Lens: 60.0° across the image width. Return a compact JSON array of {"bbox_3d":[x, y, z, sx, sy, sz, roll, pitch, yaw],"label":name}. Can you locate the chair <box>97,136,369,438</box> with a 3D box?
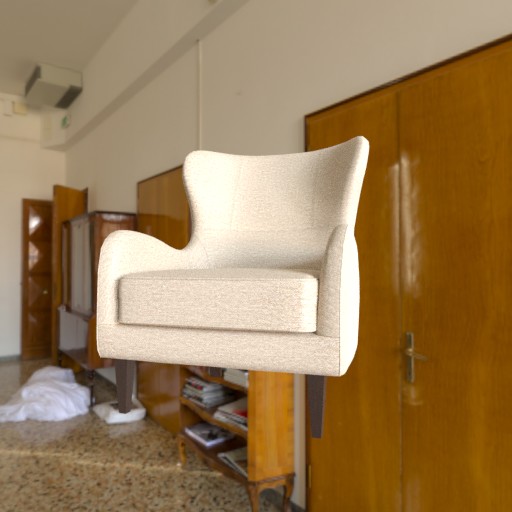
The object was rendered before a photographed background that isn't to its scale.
[{"bbox_3d":[0.000,0.000,1.795,0.861,1.064,0.984,0,-1,19],"label":"chair"}]
